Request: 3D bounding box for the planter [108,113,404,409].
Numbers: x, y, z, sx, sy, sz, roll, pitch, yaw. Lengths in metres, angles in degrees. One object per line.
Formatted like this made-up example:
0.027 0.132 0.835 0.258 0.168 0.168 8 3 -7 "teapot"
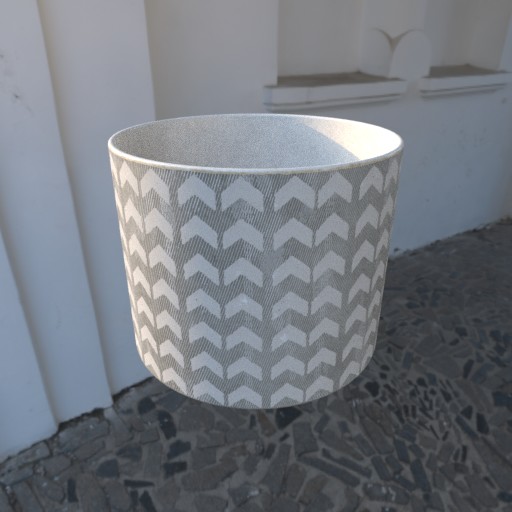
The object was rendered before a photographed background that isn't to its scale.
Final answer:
0.000 0.000 0.335 0.190 0.181 0.190 0 26 0 "planter"
